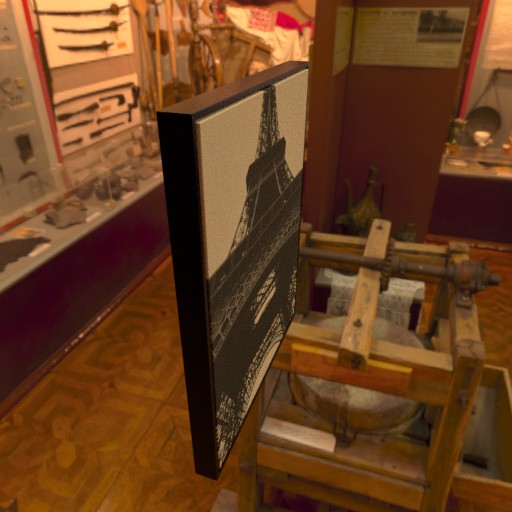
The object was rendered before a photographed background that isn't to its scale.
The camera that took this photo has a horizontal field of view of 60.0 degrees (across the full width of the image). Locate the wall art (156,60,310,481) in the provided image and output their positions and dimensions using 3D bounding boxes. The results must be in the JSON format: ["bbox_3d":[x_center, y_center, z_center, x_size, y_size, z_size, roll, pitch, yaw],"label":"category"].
[{"bbox_3d":[0.000,0.000,0.738,0.039,0.553,0.451,10,31,17],"label":"wall art"}]
